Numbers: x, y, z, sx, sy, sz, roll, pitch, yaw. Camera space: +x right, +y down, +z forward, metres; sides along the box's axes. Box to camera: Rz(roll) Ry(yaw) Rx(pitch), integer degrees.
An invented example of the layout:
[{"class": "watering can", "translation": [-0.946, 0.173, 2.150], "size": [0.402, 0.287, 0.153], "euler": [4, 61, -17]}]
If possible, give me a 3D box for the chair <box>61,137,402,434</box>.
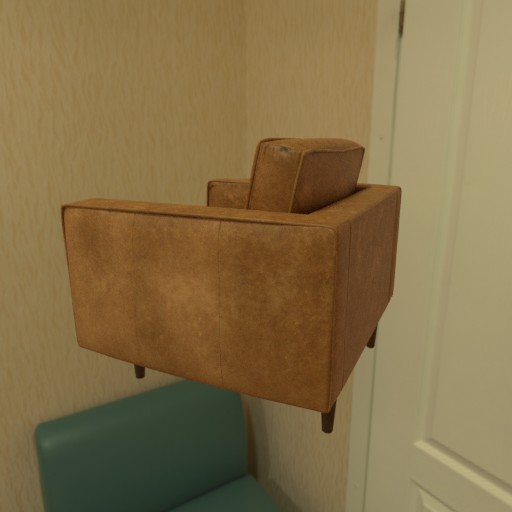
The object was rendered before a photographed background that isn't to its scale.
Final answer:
[{"class": "chair", "translation": [0.000, 0.000, 1.487], "size": [0.798, 0.767, 0.928], "euler": [7, 16, 25]}]
